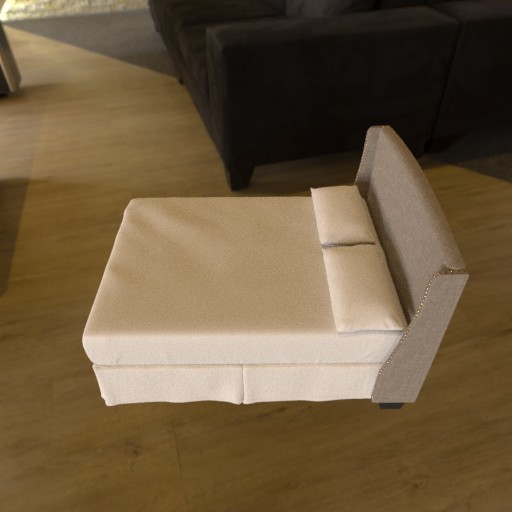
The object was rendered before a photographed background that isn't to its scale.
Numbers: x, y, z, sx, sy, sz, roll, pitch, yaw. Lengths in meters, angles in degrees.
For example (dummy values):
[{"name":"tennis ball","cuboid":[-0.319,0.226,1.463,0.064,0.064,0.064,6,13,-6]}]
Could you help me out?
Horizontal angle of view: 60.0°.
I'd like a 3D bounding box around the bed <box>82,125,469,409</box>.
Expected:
[{"name":"bed","cuboid":[0.000,0.000,3.299,2.237,1.407,1.710,0,42,0]}]
